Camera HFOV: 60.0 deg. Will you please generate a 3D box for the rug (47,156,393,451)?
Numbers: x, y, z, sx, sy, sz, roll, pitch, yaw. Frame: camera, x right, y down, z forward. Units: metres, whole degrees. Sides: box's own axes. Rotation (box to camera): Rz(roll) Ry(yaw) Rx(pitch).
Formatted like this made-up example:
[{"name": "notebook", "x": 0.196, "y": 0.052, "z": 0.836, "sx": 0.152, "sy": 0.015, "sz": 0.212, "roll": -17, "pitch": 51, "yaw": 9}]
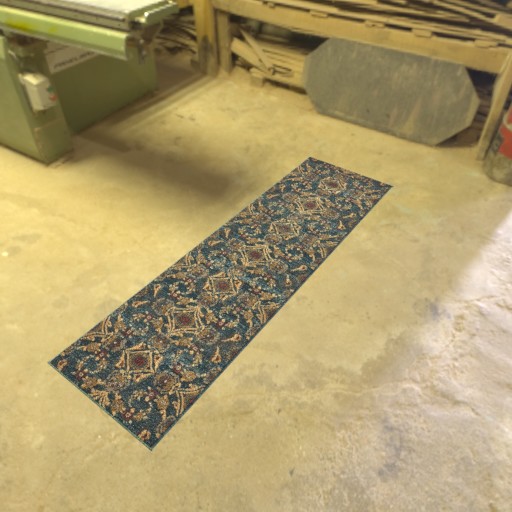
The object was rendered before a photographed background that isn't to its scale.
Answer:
[{"name": "rug", "x": 0.000, "y": 0.000, "z": 2.556, "sx": 0.685, "sy": 0.014, "sz": 2.292, "roll": 27, "pitch": 49, "yaw": 26}]
